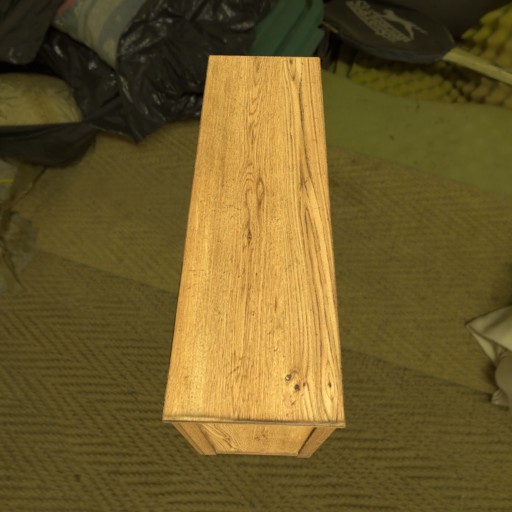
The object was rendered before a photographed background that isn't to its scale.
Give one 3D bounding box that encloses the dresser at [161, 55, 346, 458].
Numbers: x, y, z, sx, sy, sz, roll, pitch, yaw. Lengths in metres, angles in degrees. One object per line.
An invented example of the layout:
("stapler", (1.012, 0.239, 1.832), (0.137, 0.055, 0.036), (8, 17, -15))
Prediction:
("dresser", (0.000, 0.000, 2.087), (0.563, 0.932, 1.657), (1, 60, 1))
